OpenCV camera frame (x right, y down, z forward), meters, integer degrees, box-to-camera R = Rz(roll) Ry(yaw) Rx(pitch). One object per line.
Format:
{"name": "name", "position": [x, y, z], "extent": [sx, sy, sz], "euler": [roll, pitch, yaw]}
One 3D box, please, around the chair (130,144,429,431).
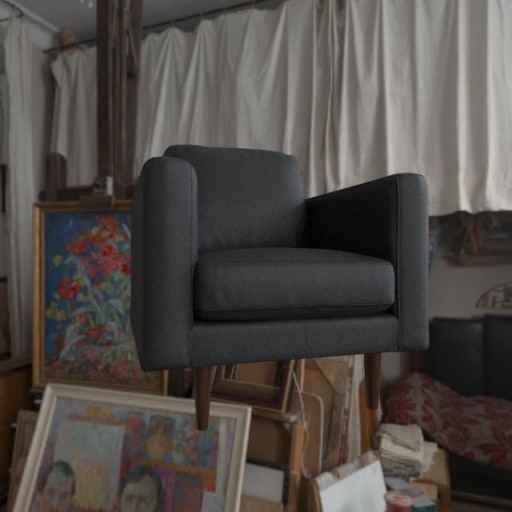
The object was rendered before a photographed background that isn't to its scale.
{"name": "chair", "position": [0.000, 0.000, 1.558], "extent": [0.831, 0.898, 0.879], "euler": [0, 0, -18]}
